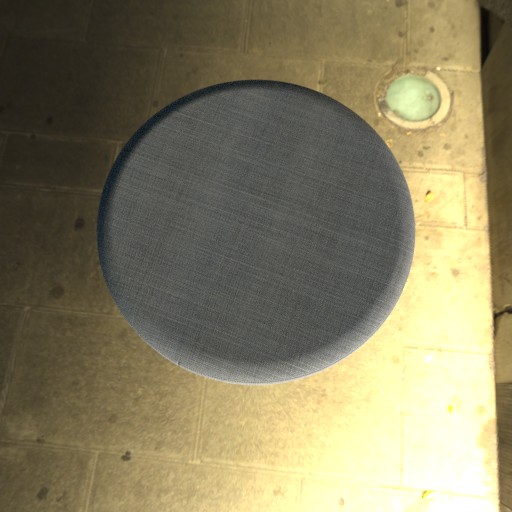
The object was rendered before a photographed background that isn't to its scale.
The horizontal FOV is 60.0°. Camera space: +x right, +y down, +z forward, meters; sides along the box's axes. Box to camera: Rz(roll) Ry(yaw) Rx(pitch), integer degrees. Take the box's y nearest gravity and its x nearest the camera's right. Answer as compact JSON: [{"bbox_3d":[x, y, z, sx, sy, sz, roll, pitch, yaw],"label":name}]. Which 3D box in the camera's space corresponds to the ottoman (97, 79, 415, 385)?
[{"bbox_3d":[0.000,0.000,0.736,0.400,0.406,0.400,0,76,0],"label":"ottoman"}]
